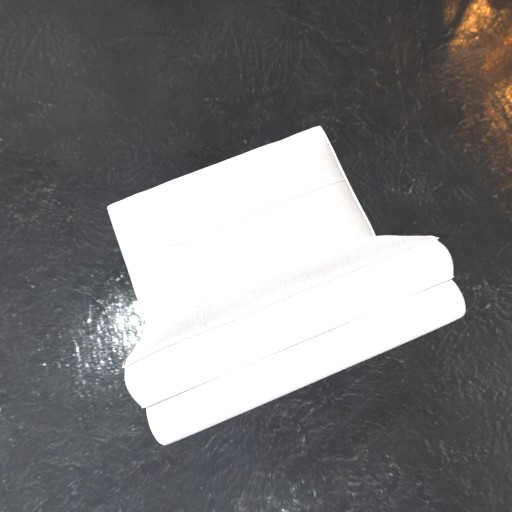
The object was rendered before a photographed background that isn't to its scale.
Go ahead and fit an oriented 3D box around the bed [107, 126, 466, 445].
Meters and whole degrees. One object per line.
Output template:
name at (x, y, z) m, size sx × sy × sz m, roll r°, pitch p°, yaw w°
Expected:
bed at (0.000, 0.000, 1.316) m, size 0.799 × 0.614 × 0.749 m, roll -22°, pitch 78°, yaw -5°
